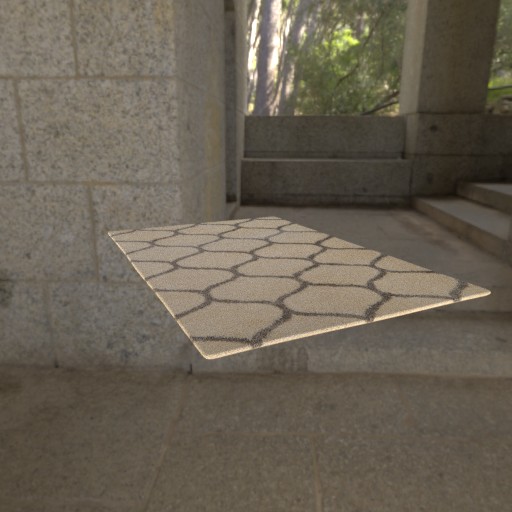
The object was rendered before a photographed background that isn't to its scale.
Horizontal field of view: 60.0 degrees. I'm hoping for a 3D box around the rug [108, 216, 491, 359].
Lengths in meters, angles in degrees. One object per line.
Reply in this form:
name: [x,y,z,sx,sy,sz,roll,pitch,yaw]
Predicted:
rug: [0.000,0.000,3.409,1.801,0.026,2.701,-8,17,-25]
